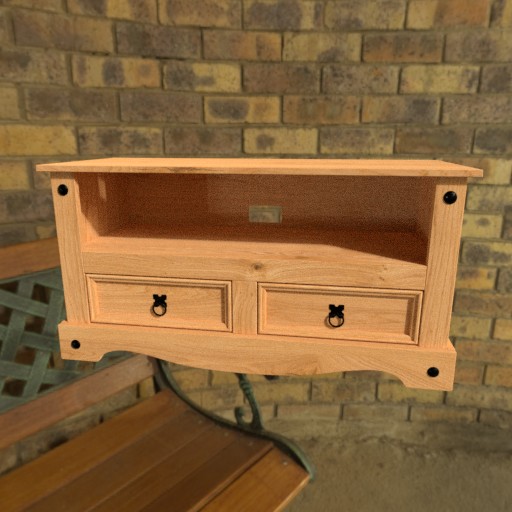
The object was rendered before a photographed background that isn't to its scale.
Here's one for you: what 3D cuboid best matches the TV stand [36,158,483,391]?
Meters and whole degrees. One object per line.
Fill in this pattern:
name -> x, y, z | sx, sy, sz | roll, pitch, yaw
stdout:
TV stand -> 0.000, 0.000, 1.329 | 1.080, 0.550, 0.440 | 2, 15, 9
